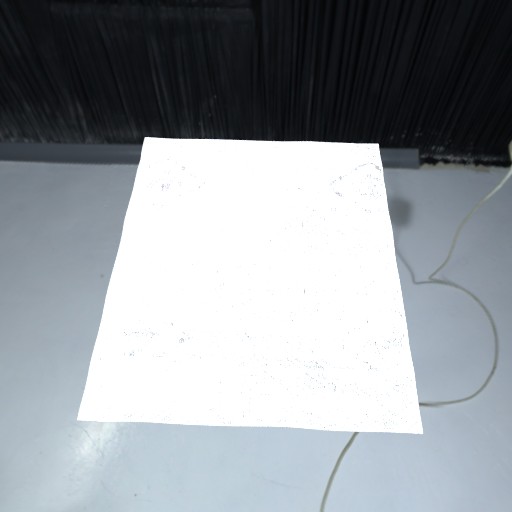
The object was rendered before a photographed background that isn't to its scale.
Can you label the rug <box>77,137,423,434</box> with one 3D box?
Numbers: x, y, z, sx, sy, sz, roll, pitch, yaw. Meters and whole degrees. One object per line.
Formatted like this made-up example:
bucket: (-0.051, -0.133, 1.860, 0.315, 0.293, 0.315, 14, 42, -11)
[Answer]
rug: (0.000, 0.000, 0.868, 0.548, 0.006, 0.639, 2, 58, 1)
